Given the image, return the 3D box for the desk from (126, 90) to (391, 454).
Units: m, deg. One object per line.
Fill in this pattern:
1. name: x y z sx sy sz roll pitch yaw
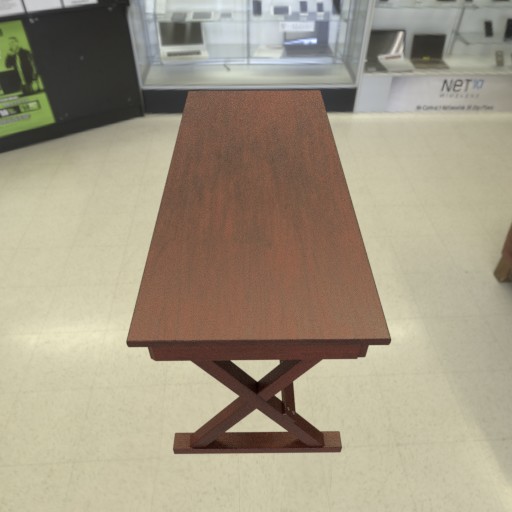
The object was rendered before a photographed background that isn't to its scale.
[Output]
1. desk: 0.000 0.000 1.756 0.600 0.761 1.372 0 43 0
